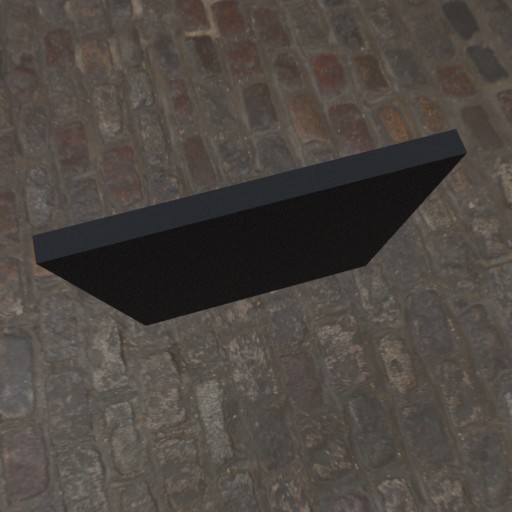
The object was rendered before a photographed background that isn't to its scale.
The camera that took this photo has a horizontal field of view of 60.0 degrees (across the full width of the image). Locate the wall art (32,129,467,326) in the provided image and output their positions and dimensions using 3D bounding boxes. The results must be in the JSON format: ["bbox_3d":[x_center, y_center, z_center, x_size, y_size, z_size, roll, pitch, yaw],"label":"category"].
[{"bbox_3d":[0.000,0.000,0.681,0.462,0.458,0.030,-15,74,-4],"label":"wall art"}]
